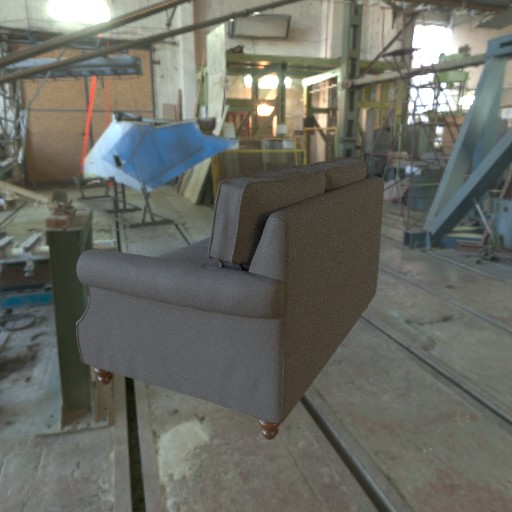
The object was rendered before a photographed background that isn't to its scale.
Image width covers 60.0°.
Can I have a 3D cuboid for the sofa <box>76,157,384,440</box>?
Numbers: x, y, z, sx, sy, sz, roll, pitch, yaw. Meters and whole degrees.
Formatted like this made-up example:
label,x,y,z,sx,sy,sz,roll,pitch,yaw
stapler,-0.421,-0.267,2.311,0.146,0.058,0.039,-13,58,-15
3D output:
label,x,y,z,sx,sy,sz,roll,pitch,yaw
sofa,0.000,0.000,2.254,0.964,0.937,1.665,8,17,26
